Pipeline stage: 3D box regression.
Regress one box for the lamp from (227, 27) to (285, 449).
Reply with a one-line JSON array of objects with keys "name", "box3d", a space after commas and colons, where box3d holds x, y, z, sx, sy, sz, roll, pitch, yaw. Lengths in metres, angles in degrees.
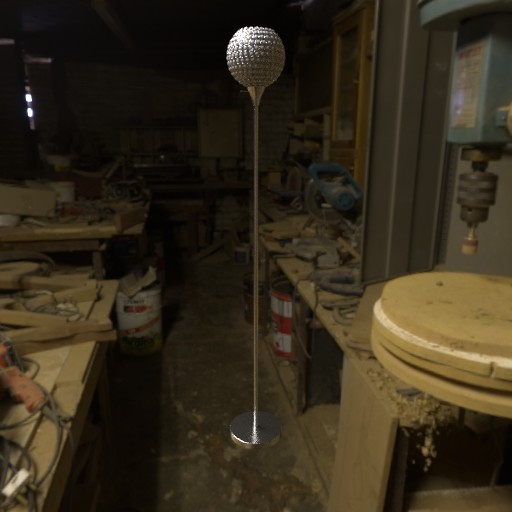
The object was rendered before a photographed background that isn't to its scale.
[{"name": "lamp", "box3d": [0.000, 0.000, 1.951, 0.254, 1.805, 0.254, 0, 15, 0]}]
